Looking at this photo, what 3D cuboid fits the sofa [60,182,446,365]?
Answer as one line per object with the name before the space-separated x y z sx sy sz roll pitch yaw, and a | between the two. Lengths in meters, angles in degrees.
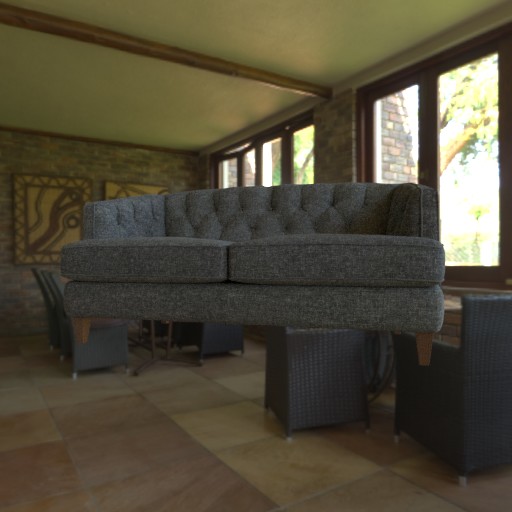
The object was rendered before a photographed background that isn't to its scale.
sofa | 0.000 0.000 2.301 1.733 0.855 0.941 0 0 16
